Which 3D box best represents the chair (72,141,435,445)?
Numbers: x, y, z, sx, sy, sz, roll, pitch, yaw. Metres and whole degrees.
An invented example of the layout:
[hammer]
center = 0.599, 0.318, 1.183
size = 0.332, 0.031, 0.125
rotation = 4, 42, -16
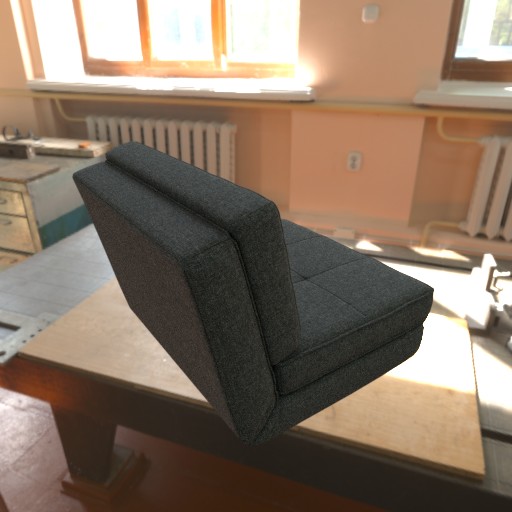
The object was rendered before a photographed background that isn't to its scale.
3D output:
[chair]
center = 0.000, 0.000, 1.314
size = 0.800, 0.615, 0.740
rotation = -17, 30, -31
